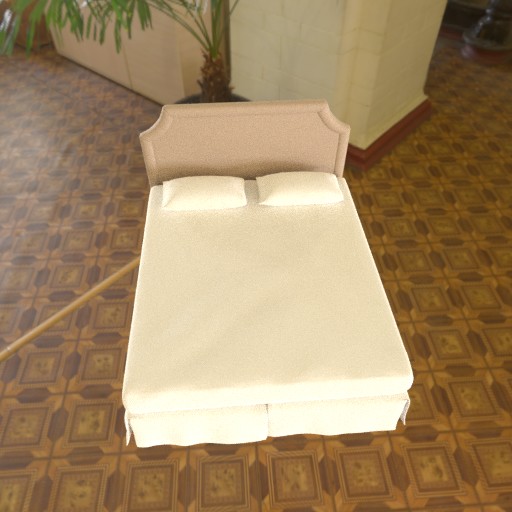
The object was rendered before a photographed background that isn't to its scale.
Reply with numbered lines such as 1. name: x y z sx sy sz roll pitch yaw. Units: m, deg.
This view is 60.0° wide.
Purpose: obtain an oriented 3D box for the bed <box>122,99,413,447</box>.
1. bed: 0.000 0.000 4.058 2.350 1.590 2.773 -3 47 -3
